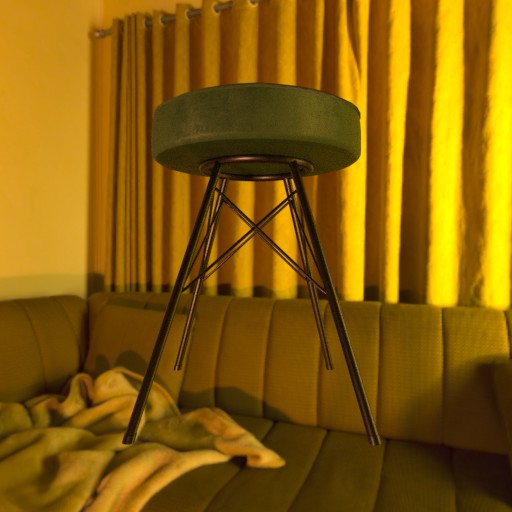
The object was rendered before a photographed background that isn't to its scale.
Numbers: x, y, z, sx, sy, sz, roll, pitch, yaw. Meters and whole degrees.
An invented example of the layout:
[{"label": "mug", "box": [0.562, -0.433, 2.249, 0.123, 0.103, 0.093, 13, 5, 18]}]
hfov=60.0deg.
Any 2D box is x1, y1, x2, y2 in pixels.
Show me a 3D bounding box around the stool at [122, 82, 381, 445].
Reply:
[{"label": "stool", "box": [0.000, 0.000, 0.928, 0.430, 0.595, 0.457, 0, 1, 0]}]
